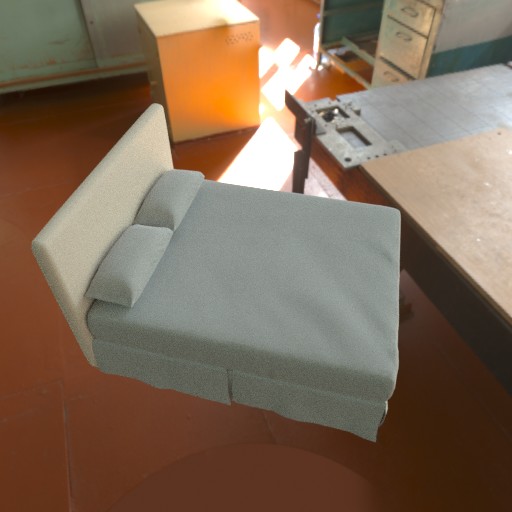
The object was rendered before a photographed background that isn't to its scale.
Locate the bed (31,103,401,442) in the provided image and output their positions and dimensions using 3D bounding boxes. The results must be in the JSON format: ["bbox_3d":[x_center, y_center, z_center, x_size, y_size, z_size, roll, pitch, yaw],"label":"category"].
[{"bbox_3d":[0.000,0.000,3.225,2.142,1.330,1.748,10,46,10],"label":"bed"}]
